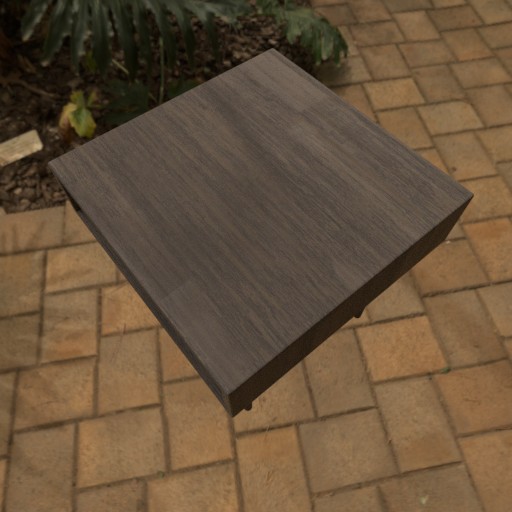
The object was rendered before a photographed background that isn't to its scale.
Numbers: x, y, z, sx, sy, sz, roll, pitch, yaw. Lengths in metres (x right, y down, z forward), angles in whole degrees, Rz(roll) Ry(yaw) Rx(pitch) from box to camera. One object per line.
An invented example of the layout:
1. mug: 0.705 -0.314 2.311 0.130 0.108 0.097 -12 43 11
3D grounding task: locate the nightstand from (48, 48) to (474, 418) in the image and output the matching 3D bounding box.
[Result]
1. nightstand: 0.000 0.000 0.942 0.503 0.497 0.502 -35 65 -19
